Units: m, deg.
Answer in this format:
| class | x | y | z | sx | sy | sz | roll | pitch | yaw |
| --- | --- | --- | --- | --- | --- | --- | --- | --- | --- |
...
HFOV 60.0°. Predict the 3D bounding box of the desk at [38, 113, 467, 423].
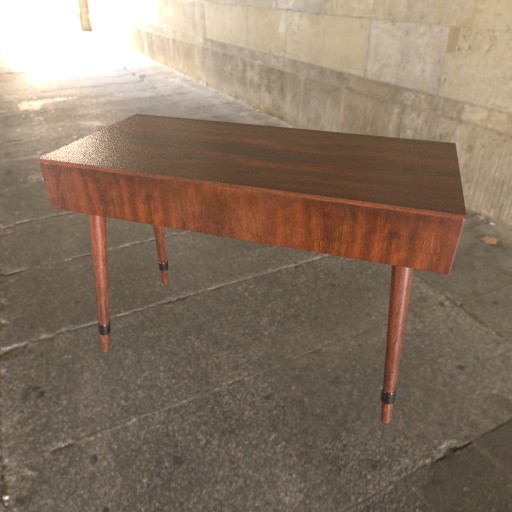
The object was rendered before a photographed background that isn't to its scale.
| class | x | y | z | sx | sy | sz | roll | pitch | yaw |
| --- | --- | --- | --- | --- | --- | --- | --- | --- | --- |
| desk | 0.000 | 0.000 | 2.106 | 1.577 | 1.031 | 0.734 | 10 | 33 | 16 |
